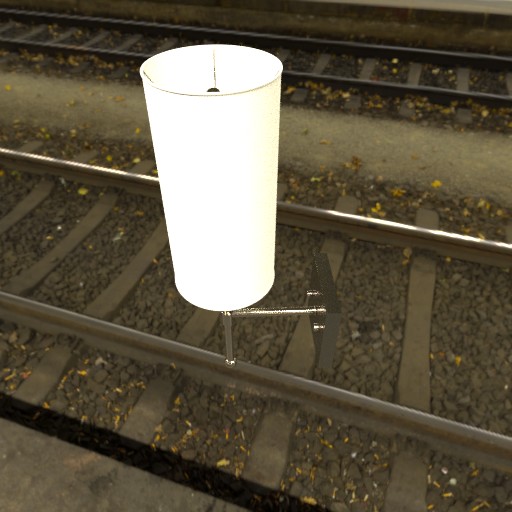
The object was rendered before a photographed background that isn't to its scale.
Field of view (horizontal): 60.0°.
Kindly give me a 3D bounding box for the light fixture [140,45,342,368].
[{"bbox_3d":[0.000,0.000,0.556,0.208,0.462,0.128,-2,41,-2],"label":"light fixture"}]
